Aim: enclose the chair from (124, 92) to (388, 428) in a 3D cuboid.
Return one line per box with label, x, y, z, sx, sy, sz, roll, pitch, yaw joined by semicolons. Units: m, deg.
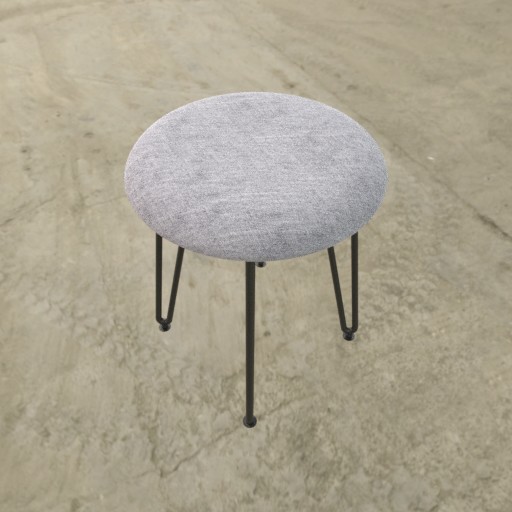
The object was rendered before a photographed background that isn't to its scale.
chair;0.000;0.000;0.645;0.350;0.386;0.350;2;46;2
